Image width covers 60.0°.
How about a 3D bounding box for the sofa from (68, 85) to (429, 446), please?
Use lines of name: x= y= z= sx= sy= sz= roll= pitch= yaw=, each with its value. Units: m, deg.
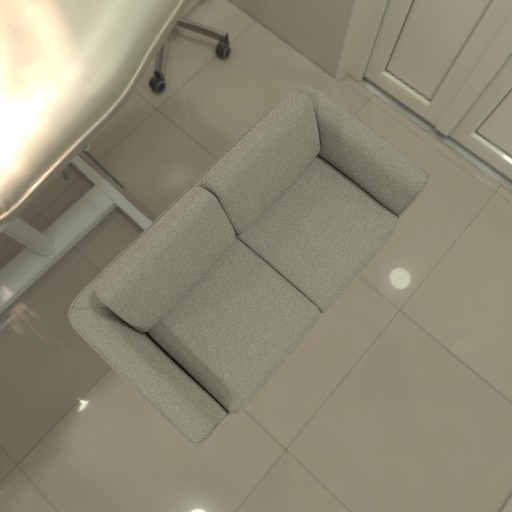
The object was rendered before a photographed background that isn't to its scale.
sofa: x=0.000 y=0.000 z=2.259 sx=0.920 sy=0.850 sz=1.700 roll=41 pitch=78 yaw=11
